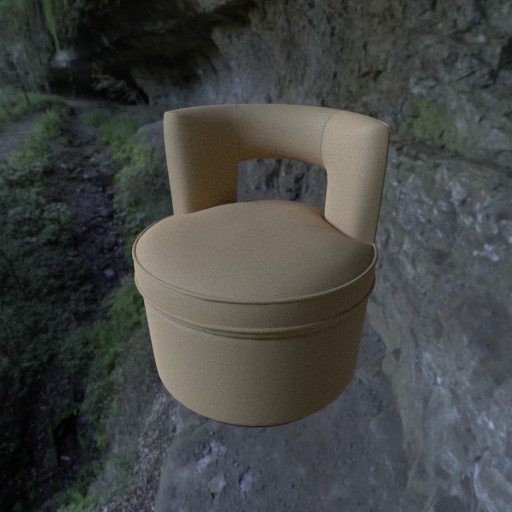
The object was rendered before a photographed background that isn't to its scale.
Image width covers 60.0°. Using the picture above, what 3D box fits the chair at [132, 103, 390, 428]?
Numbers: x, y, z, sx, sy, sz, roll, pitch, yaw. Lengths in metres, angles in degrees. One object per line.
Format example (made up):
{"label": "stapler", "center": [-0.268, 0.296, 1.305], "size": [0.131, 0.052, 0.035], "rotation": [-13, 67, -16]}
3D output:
{"label": "chair", "center": [0.000, 0.000, 1.227], "size": [0.650, 0.723, 0.665], "rotation": [9, 29, 18]}
